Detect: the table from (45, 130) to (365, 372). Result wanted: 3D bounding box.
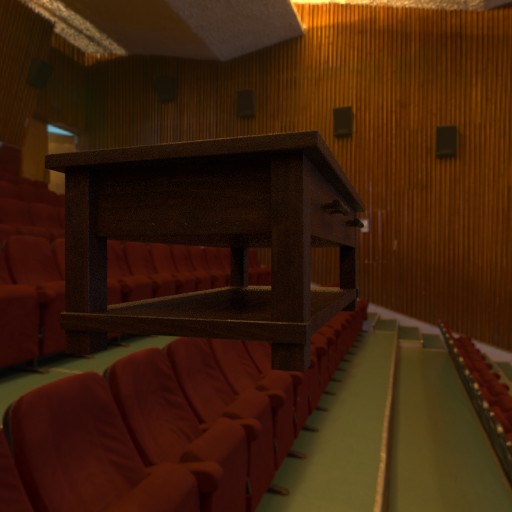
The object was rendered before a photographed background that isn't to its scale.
[{"bbox_3d":[0.000,0.000,1.588,0.700,0.494,1.270,0,-1,18],"label":"table"}]
